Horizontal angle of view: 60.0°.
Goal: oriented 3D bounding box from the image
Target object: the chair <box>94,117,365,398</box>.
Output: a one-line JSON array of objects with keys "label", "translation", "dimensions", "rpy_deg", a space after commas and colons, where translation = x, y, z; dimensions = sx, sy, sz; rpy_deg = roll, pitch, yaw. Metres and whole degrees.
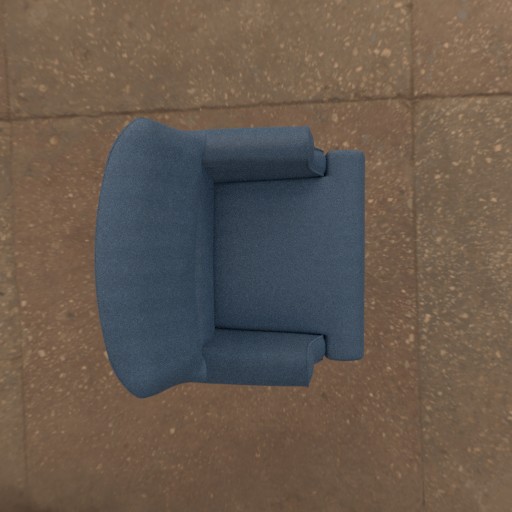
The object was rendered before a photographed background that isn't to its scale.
[{"label": "chair", "translation": [0.000, 0.000, 1.469], "dimensions": [0.754, 0.878, 0.770], "rpy_deg": [0, 91, 1]}]
